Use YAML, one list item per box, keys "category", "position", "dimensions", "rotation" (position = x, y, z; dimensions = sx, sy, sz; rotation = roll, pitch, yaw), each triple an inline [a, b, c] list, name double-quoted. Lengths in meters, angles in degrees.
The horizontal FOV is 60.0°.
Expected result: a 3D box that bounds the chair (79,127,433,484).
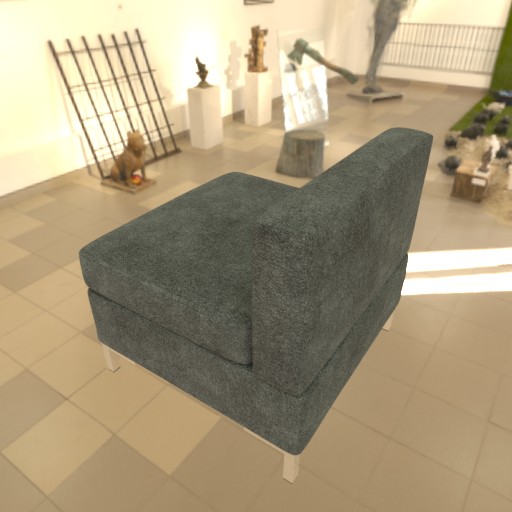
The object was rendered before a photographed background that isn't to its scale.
- category: "chair"
  position: [0.000, 0.000, 1.217]
  dimensions: [0.680, 0.660, 0.680]
  rotation: [20, 37, 28]
